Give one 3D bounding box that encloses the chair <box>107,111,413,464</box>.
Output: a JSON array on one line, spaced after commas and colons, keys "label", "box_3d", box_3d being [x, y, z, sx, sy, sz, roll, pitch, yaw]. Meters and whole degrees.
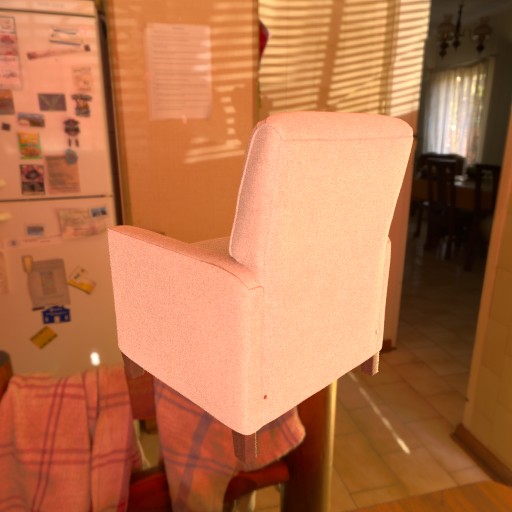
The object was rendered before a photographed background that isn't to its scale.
[{"label": "chair", "box_3d": [0.000, 0.000, 1.682, 0.845, 1.023, 0.859, -15, 22, -43]}]
